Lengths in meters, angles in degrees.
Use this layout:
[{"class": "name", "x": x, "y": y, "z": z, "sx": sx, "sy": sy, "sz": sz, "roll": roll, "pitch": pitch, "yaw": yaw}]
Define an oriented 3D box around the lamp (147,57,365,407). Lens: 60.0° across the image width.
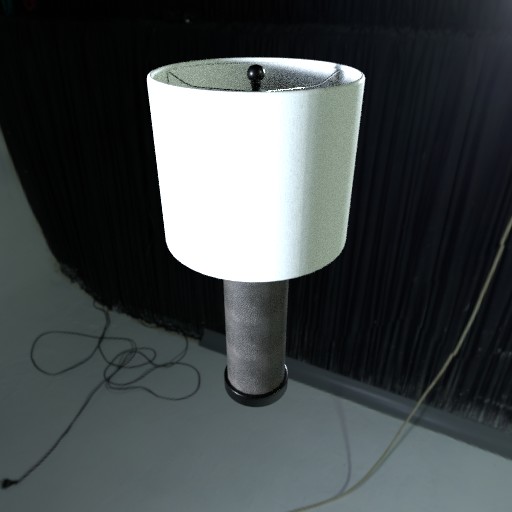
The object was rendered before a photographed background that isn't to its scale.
[{"class": "lamp", "x": 0.000, "y": 0.000, "z": 0.791, "sx": 0.305, "sy": 0.634, "sz": 0.305, "roll": 11, "pitch": 33, "yaw": 18}]
